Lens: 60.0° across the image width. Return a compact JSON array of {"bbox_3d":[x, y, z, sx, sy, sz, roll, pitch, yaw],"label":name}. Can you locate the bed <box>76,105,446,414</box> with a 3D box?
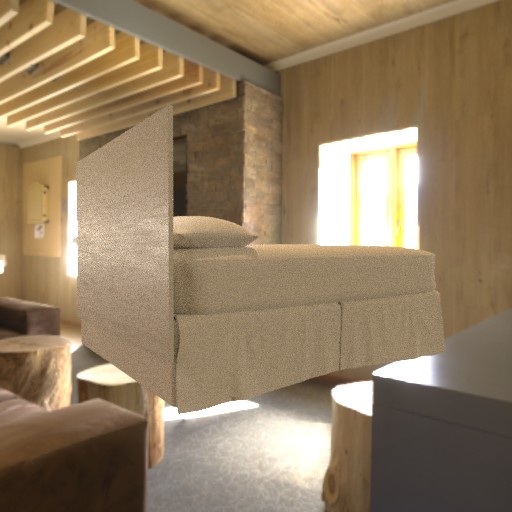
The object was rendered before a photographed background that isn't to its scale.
[{"bbox_3d":[0.000,0.000,3.181,2.094,1.335,1.745,-1,1,-35],"label":"bed"}]
